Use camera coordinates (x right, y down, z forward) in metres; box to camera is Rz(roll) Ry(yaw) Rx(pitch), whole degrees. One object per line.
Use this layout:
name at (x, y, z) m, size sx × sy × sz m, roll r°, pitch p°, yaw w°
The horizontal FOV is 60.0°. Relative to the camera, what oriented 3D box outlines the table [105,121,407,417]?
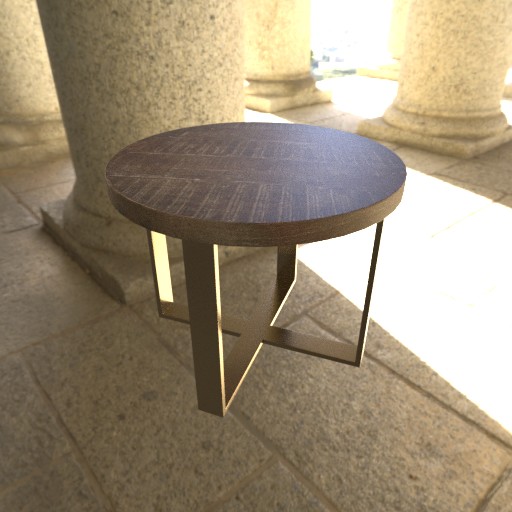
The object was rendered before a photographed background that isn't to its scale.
table at (0.000, 0.000, 0.963) m, size 0.557 × 0.437 × 0.557 m, roll 0°, pitch 31°, yaw 0°
